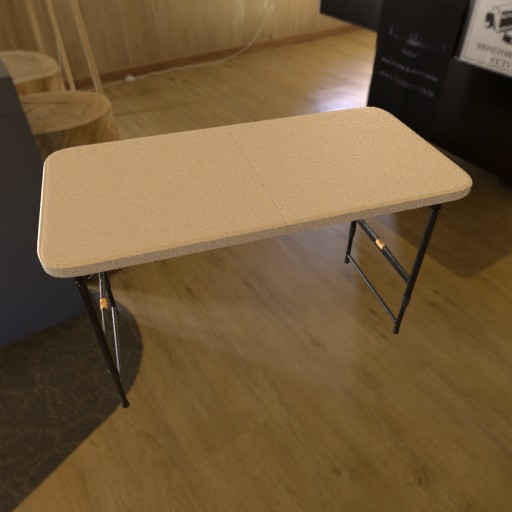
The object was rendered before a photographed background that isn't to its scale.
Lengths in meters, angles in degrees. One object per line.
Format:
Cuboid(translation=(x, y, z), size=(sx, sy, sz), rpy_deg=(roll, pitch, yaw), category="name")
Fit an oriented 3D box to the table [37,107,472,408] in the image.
Cuboid(translation=(0.000, 0.000, 1.606), size=(1.245, 0.737, 0.611), rpy_deg=(-12, 43, -13), category="table")
